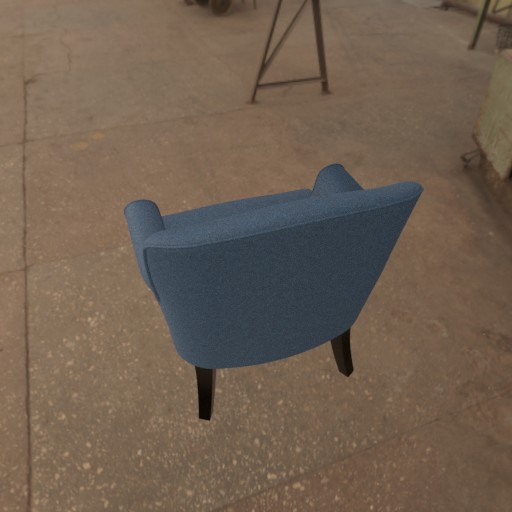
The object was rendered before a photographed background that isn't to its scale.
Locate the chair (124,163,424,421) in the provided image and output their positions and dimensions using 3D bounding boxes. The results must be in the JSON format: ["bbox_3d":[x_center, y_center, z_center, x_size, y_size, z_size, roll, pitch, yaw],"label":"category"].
[{"bbox_3d":[0.000,0.000,1.483,0.770,0.878,0.754,-13,44,-14],"label":"chair"}]
